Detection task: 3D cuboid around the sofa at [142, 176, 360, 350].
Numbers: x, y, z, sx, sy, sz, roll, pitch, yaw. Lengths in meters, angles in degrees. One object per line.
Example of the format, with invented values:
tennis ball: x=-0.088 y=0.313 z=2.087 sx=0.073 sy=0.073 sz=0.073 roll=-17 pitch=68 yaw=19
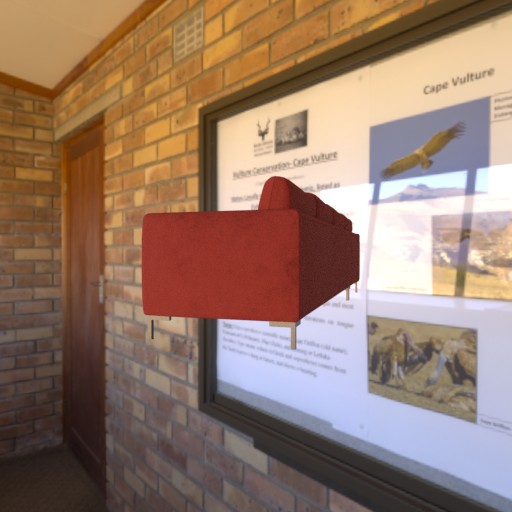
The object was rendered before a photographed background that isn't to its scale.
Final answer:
sofa: x=0.000 y=0.000 z=2.932 sx=1.136 sy=0.663 sz=2.467 roll=0 pitch=1 yaw=18
